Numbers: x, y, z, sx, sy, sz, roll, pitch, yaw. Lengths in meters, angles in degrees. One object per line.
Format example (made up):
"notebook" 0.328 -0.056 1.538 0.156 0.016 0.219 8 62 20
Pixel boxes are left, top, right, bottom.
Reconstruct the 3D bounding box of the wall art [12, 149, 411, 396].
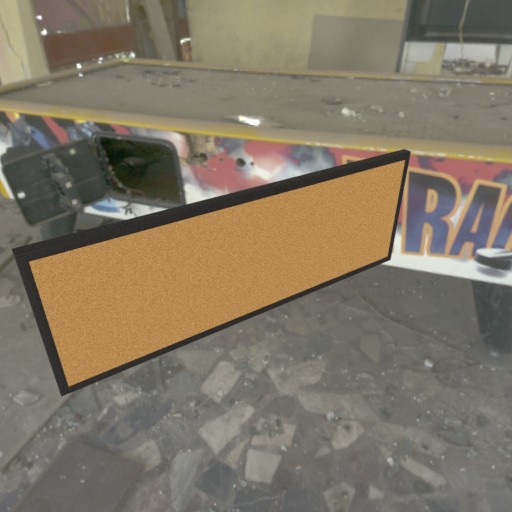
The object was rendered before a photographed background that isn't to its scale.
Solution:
"wall art" 0.000 0.000 1.710 1.572 0.554 0.041 -19 36 -28
